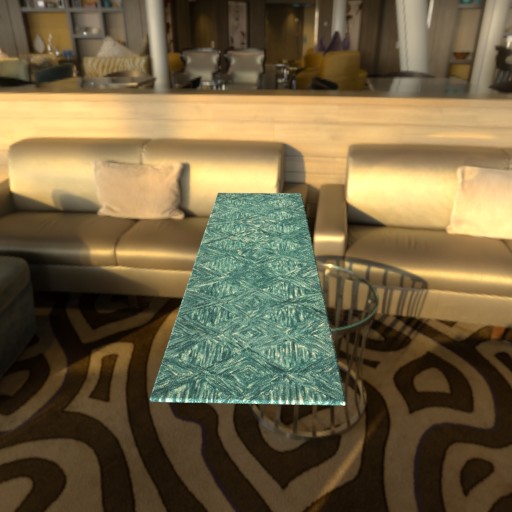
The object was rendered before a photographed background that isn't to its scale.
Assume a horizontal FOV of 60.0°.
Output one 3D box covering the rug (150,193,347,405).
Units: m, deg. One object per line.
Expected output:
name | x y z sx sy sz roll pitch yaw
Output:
rug | 0.000 0.000 2.543 0.676 0.016 2.286 1 26 1
